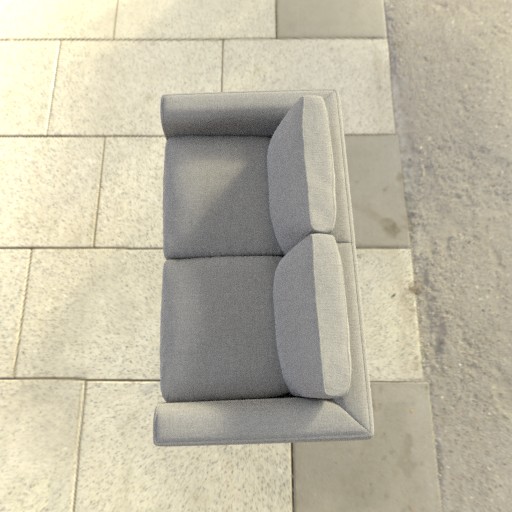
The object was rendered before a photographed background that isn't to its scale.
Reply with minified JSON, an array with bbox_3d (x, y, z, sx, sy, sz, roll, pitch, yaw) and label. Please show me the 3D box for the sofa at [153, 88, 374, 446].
[{"bbox_3d":[0.000,0.000,2.453,1.069,0.800,1.920,-2,74,-1],"label":"sofa"}]
